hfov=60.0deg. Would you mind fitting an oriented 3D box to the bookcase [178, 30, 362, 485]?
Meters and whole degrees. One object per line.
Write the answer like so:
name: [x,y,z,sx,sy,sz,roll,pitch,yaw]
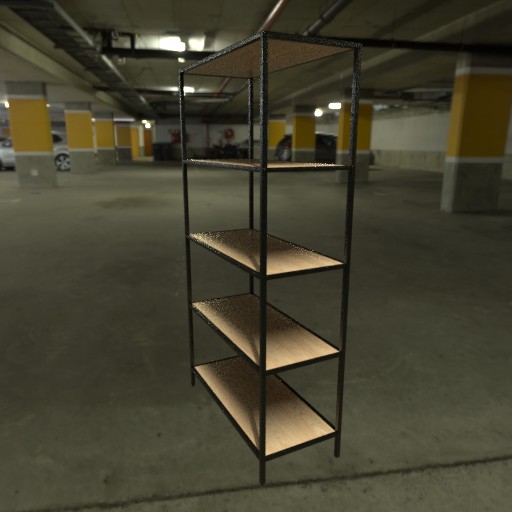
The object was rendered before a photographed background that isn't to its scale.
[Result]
bookcase: [0.000,0.000,1.816,0.350,1.500,0.770,-7,16,-26]
